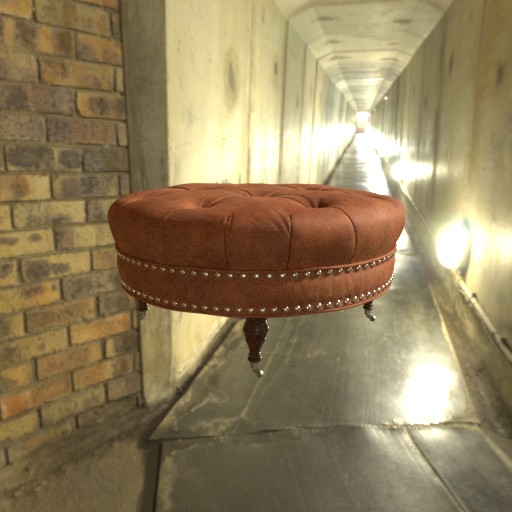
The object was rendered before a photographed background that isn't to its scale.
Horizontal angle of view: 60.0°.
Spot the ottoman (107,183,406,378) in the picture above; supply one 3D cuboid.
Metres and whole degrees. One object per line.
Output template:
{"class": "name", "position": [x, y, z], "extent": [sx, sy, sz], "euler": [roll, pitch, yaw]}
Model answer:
{"class": "ottoman", "position": [0.000, 0.000, 1.421], "extent": [0.901, 0.444, 0.901], "euler": [0, 13, 0]}
